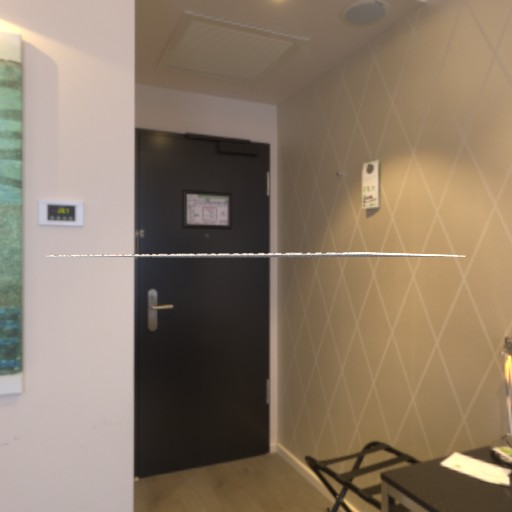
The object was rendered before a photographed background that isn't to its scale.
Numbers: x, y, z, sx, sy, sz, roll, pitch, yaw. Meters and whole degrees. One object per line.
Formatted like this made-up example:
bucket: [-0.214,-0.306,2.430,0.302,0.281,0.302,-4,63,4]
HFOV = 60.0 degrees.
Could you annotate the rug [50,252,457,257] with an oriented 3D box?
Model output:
rug: [0.000,0.000,2.037,1.556,0.006,1.146,0,-1,36]
